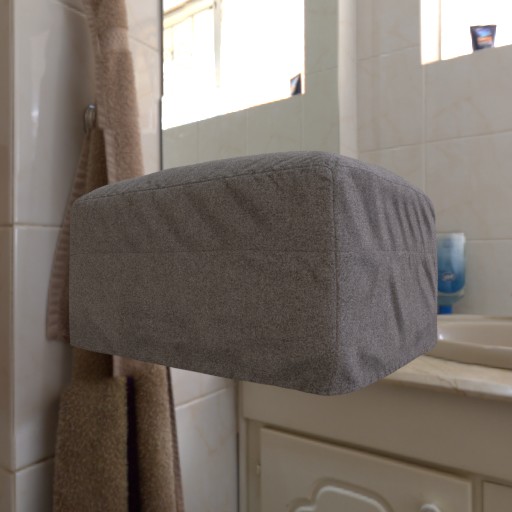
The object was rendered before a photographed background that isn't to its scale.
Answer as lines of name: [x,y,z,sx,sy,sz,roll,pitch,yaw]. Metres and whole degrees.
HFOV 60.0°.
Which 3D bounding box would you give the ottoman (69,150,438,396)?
ottoman: [0.000,0.000,1.222,0.837,0.481,0.683,0,-1,36]
